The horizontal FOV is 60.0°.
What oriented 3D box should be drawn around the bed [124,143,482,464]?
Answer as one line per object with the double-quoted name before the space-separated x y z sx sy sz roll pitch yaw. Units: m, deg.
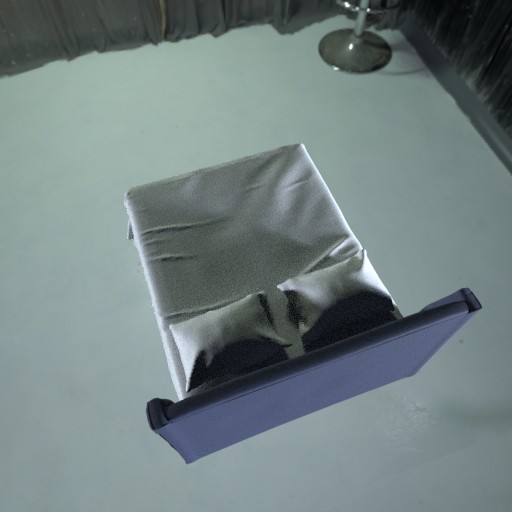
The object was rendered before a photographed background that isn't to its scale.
"bed" 0.000 0.000 3.407 1.925 1.332 2.276 -17 60 -10
